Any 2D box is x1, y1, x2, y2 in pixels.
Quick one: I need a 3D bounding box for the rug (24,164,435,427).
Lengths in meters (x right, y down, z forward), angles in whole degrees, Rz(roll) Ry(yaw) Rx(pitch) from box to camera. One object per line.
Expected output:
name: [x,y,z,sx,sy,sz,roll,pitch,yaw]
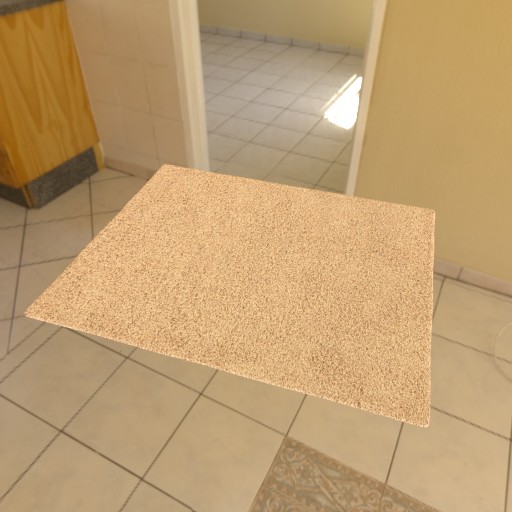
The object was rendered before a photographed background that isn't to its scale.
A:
rug: [0.000,0.000,3.982,3.047,0.029,2.438,12,43,13]
